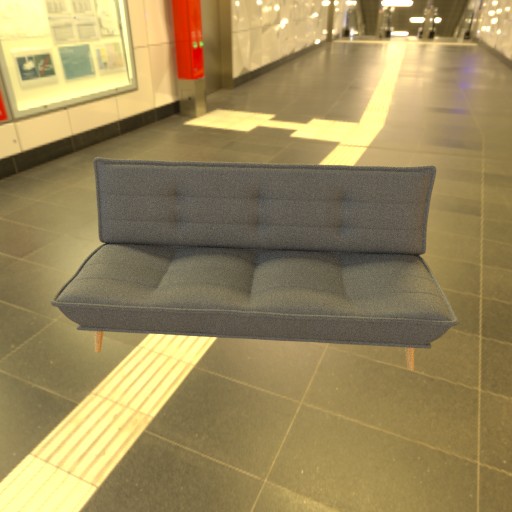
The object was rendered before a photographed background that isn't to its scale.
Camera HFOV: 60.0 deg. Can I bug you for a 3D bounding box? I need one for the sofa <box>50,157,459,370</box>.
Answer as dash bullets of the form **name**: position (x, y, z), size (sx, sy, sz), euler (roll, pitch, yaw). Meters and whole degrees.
- **sofa**: position (0.000, 0.000, 2.458), size (1.940, 0.890, 0.950), euler (2, 30, 4)
